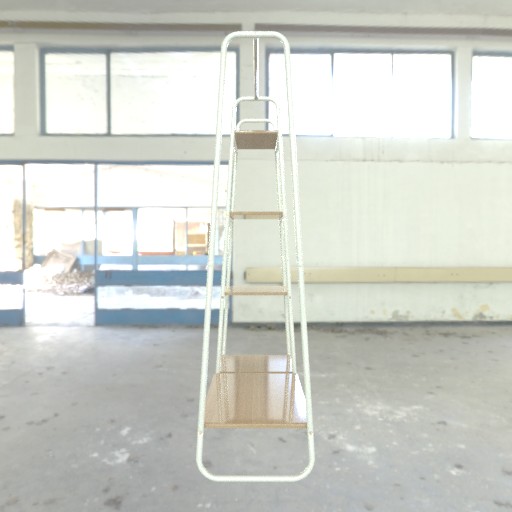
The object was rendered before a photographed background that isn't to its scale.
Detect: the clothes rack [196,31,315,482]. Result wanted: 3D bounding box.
[{"bbox_3d":[0.000,0.000,1.973,0.400,1.500,1.011,0,1,0],"label":"clothes rack"}]
